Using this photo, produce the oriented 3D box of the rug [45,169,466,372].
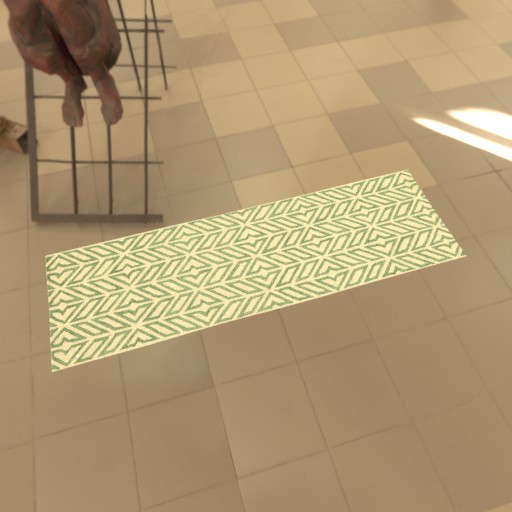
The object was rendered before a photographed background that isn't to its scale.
[{"bbox_3d":[0.000,0.000,2.681,2.435,0.009,0.750,-14,58,-9],"label":"rug"}]
